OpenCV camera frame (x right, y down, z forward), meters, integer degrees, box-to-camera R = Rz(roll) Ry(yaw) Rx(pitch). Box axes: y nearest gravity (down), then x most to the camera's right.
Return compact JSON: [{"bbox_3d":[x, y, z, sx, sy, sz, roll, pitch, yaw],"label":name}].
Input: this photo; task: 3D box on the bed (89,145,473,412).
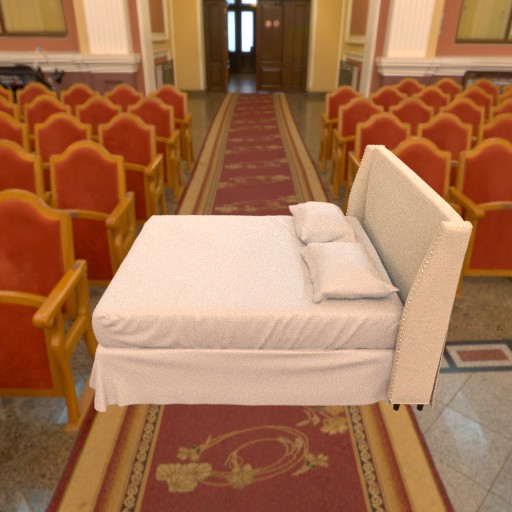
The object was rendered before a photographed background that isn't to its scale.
[{"bbox_3d":[0.000,0.000,3.414,2.276,1.332,1.925,0,27,0],"label":"bed"}]
